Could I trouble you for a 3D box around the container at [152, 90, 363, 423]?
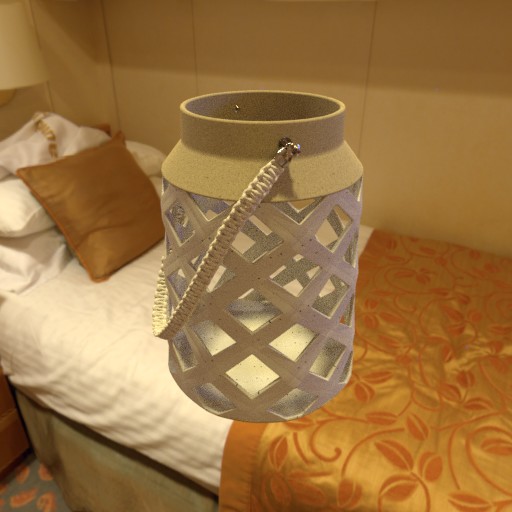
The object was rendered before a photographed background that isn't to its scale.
[{"bbox_3d":[0.000,0.000,0.400,0.198,0.264,0.188,-9,31,-15],"label":"container"}]
